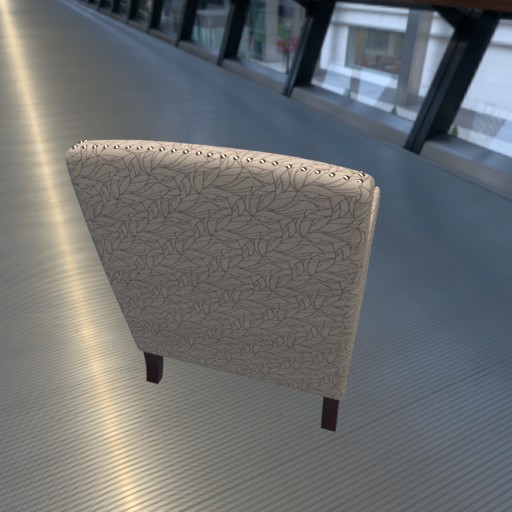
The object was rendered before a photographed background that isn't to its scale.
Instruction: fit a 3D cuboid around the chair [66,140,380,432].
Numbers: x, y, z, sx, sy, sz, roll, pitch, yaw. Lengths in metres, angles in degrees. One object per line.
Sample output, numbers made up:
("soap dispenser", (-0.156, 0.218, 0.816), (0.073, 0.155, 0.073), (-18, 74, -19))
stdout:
("chair", (0.000, 0.000, 1.278), (0.623, 0.816, 0.651), (10, 33, 15))
